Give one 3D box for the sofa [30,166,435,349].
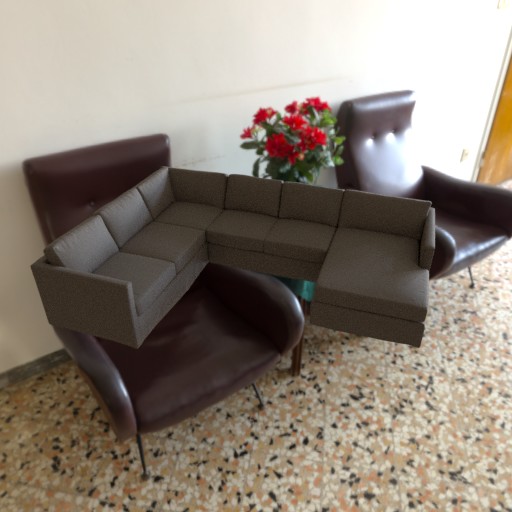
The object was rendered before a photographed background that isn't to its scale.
[{"bbox_3d":[0.000,0.000,4.577,3.460,0.882,2.427,10,33,16],"label":"sofa"}]
